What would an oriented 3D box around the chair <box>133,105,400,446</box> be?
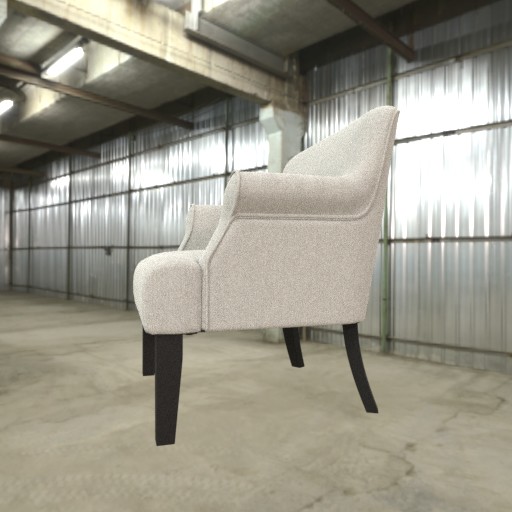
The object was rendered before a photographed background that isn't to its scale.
[{"bbox_3d":[0.000,0.000,1.437,0.750,0.875,0.781,0,-1,-17],"label":"chair"}]
